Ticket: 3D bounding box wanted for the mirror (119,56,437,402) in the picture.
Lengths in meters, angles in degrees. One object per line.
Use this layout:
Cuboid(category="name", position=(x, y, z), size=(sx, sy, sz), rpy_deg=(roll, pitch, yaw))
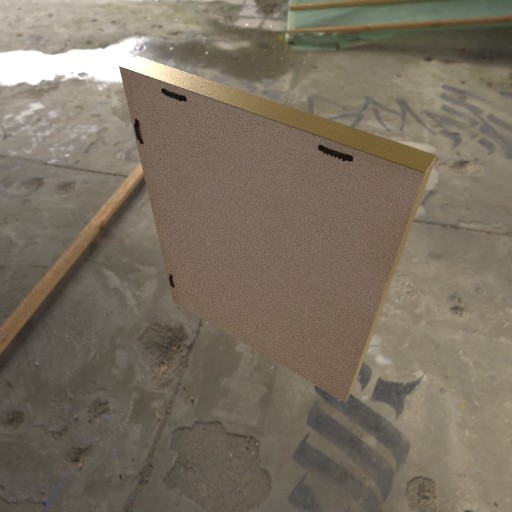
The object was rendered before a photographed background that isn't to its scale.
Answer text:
Cuboid(category="mirror", position=(0.000, 0.000, 0.692), size=(0.405, 0.508, 0.041), rpy_deg=(26, 53, 22))
